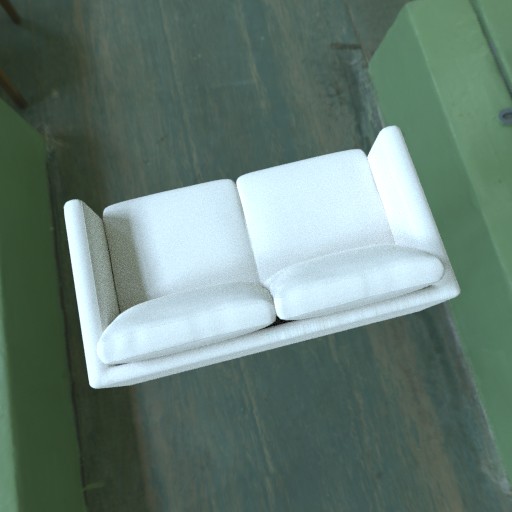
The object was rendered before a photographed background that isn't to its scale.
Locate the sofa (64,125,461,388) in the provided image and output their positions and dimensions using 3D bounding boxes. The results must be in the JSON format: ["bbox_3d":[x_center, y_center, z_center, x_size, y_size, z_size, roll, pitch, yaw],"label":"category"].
[{"bbox_3d":[0.000,0.000,2.314,1.713,0.893,0.940,-14,76,-4],"label":"sofa"}]
